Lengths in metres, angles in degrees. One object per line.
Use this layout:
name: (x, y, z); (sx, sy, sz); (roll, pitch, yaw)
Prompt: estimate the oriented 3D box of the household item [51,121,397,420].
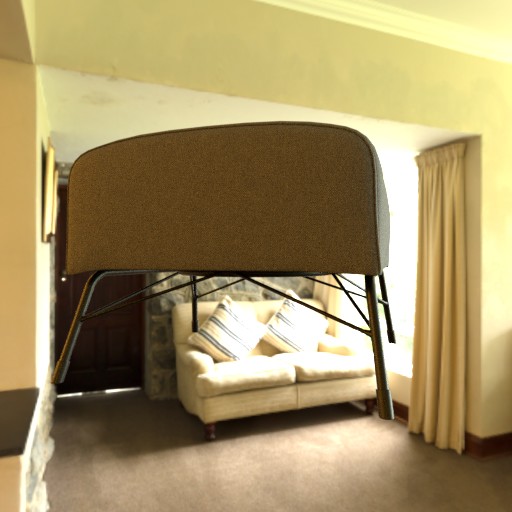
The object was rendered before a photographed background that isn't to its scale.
household item: (0.000, 0.000, 0.882); (0.530, 0.410, 0.530); (0, 0, 18)
